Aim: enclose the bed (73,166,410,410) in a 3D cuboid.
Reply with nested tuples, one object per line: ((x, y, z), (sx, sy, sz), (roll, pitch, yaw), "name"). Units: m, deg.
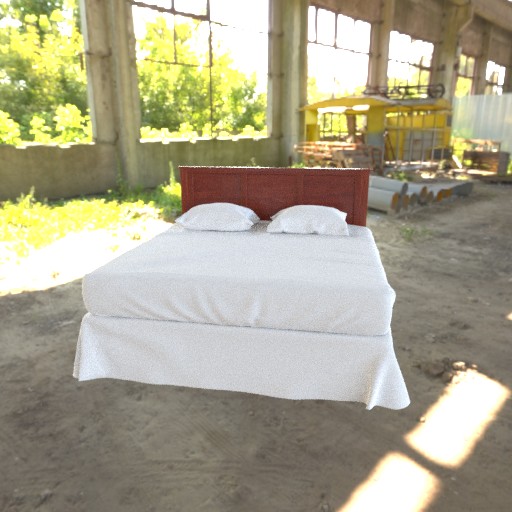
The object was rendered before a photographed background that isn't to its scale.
((0.000, 0.000, 3.655), (2.314, 1.271, 2.219), (3, 16, 10), "bed")
